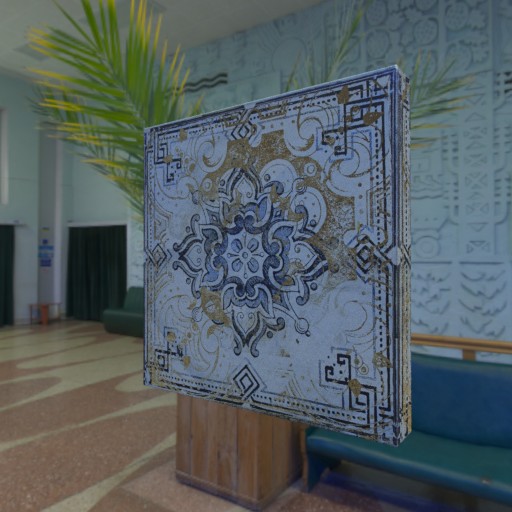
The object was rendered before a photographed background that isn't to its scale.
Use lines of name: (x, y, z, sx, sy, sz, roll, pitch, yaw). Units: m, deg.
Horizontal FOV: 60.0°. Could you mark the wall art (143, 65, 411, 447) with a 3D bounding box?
wall art: (0.000, 0.000, 0.456, 0.302, 0.306, 0.038, 0, -1, 35)
